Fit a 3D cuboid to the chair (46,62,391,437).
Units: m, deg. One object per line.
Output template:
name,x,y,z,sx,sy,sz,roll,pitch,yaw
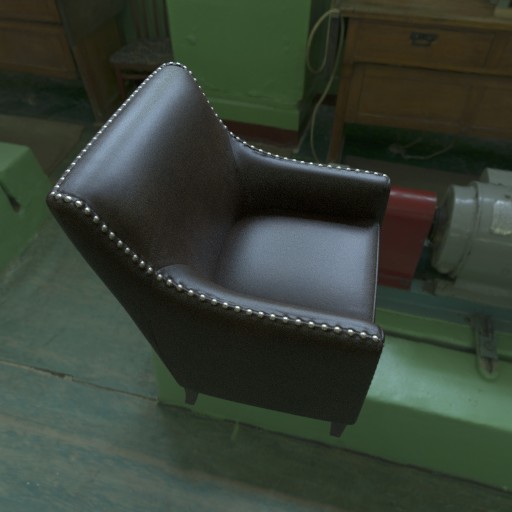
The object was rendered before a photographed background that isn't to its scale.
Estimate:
chair,0.000,0.000,1.259,0.704,0.813,0.639,10,48,9
